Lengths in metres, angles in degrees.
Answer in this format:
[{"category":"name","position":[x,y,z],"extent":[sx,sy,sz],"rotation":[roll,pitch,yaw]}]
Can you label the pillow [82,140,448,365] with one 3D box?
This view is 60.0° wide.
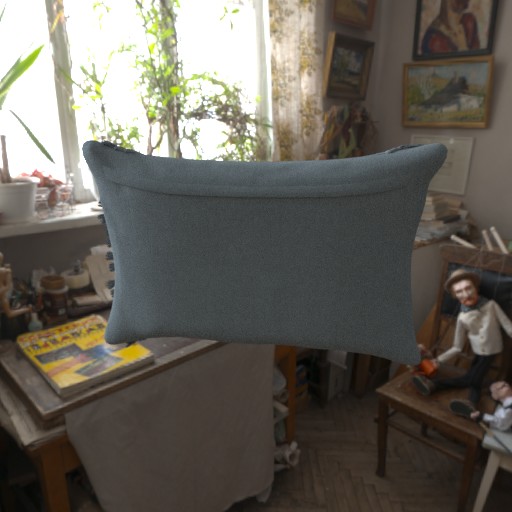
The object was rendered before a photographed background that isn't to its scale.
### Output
[{"category":"pillow","position":[0.000,0.000,0.603],"extent":[0.466,0.305,0.084],"rotation":[2,17,7]}]
